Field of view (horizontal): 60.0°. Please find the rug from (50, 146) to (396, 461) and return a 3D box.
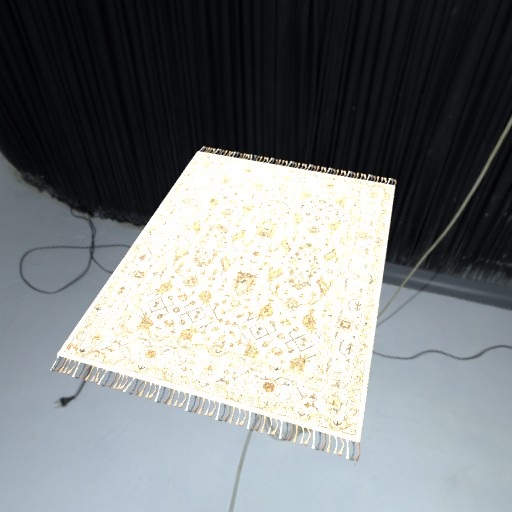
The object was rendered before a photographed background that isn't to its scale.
[{"bbox_3d":[0.000,0.000,2.264,1.278,0.009,1.726,12,48,11],"label":"rug"}]
